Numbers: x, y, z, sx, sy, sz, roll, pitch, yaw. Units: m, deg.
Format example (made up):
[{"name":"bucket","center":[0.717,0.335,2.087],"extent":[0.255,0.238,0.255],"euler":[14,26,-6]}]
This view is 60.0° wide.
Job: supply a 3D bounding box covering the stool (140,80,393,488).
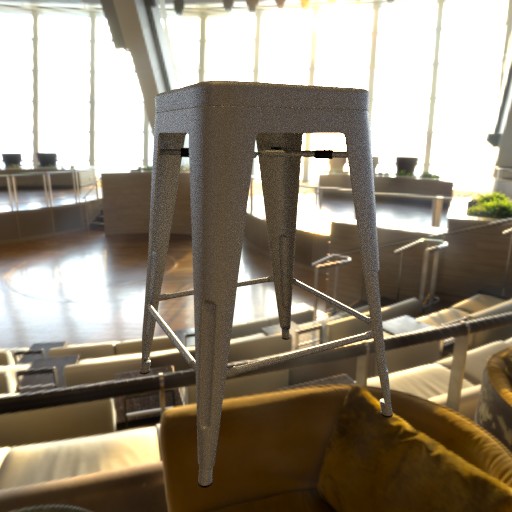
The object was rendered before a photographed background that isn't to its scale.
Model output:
[{"name":"stool","center":[0.000,0.000,0.874],"extent":[0.406,0.610,0.406],"euler":[-8,17,-27]}]
